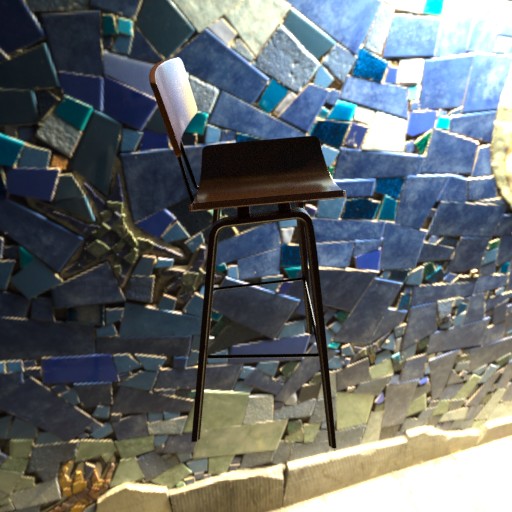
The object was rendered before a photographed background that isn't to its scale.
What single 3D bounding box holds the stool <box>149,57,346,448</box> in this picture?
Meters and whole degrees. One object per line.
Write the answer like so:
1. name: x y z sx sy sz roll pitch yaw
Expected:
1. stool: 0.000 0.000 1.212 0.440 0.969 0.509 -1 31 -1
